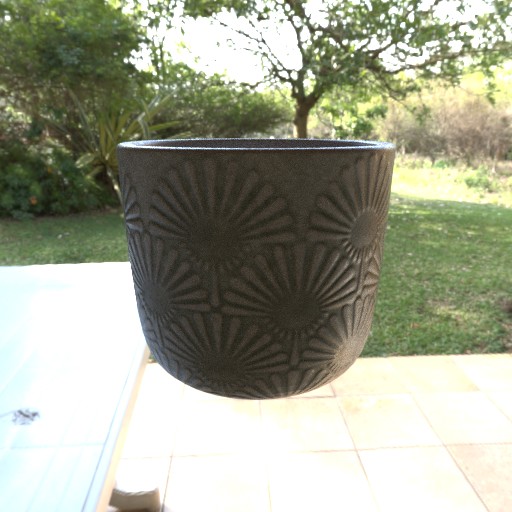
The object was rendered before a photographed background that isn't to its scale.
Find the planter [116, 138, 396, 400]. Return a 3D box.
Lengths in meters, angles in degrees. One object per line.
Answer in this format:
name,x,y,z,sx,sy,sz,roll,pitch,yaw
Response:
planter,0.000,0.000,0.219,0.124,0.109,0.124,0,16,0
